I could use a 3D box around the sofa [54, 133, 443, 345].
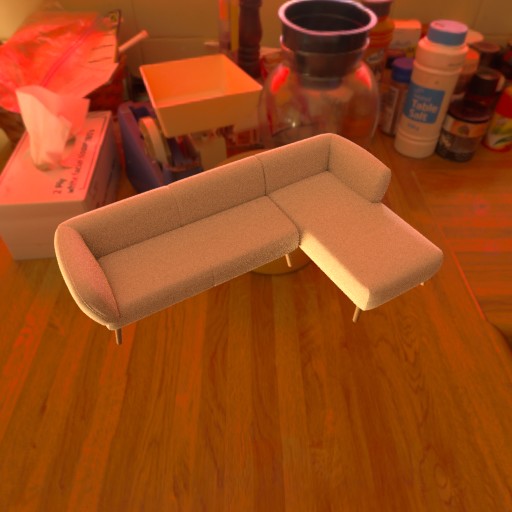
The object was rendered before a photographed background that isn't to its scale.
[{"bbox_3d":[0.000,0.000,3.449,2.660,0.730,1.610,-23,50,-21],"label":"sofa"}]
